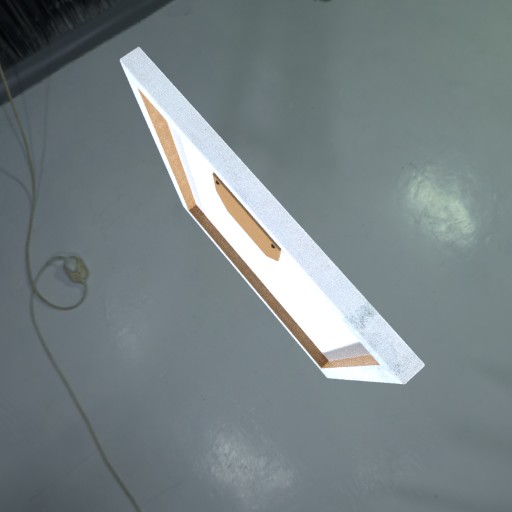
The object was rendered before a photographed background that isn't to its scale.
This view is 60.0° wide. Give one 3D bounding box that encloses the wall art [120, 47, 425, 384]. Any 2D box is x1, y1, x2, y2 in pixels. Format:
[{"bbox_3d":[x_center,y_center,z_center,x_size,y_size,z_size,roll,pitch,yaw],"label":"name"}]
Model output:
[{"bbox_3d":[0.000,0.000,0.896,0.044,0.605,0.605,-39,79,-9],"label":"wall art"}]
